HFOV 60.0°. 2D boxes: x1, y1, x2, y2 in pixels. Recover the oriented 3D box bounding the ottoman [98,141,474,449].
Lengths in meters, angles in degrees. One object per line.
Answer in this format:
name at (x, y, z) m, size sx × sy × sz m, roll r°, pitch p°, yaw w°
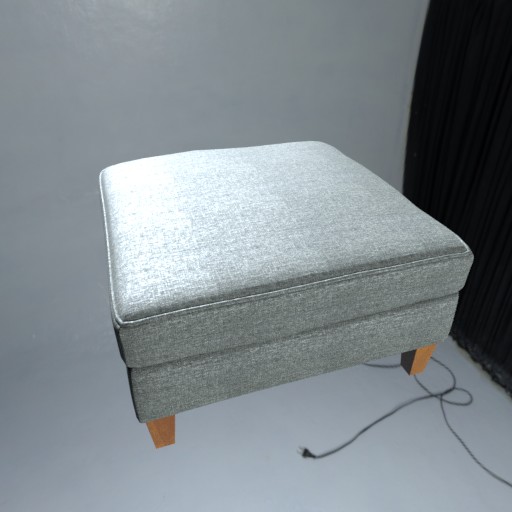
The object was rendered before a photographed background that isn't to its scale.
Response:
ottoman at (0.000, 0.000, 1.348) m, size 0.838 × 0.481 × 0.838 m, roll -10°, pitch 35°, yaw -15°
